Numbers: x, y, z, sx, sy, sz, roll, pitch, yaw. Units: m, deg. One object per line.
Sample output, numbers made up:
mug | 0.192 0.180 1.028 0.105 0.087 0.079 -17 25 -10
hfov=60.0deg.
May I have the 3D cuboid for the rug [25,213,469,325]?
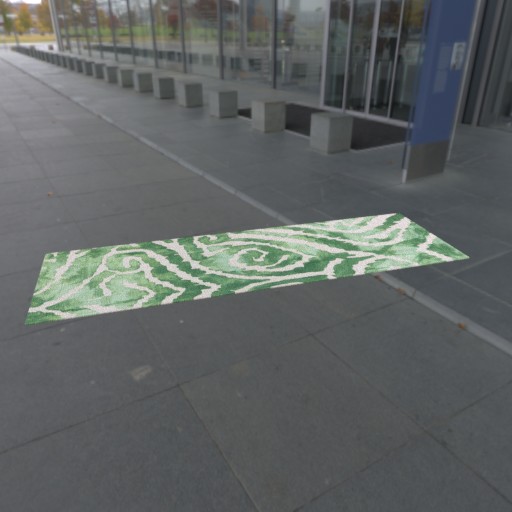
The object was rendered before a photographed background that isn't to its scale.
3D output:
rug | 0.000 0.000 2.669 2.438 0.006 0.761 -7 28 -14
